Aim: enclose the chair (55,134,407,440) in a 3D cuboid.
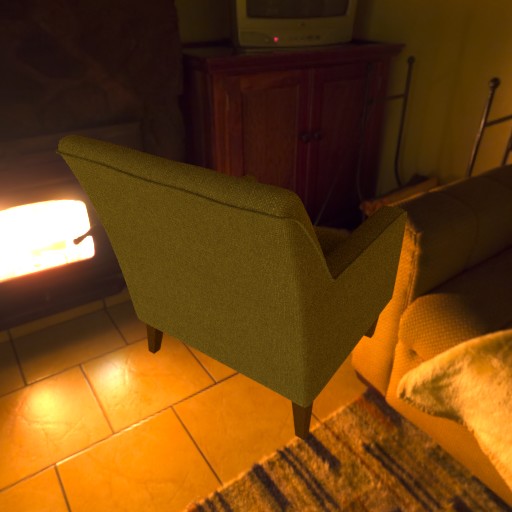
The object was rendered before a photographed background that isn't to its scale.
[{"bbox_3d":[0.000,0.000,1.577,0.780,0.919,0.899,20,36,30],"label":"chair"}]
